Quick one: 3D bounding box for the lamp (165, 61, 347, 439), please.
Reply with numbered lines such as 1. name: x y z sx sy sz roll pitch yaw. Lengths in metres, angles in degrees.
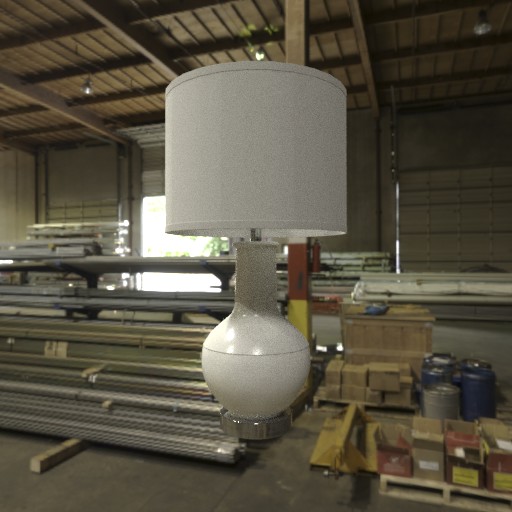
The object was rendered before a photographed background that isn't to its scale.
1. lamp: 0.000 0.000 0.883 0.357 0.673 0.357 0 0 18
